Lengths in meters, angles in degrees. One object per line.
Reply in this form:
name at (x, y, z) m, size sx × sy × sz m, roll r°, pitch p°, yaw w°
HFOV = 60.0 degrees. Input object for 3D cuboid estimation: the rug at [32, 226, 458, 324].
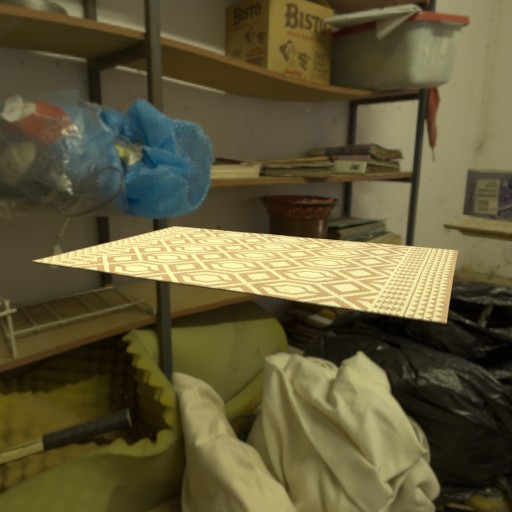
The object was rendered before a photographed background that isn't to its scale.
rug at (0.000, 0.000, 2.970) m, size 2.435 × 0.011 × 1.526 m, roll 6°, pitch 14°, yaw 25°
